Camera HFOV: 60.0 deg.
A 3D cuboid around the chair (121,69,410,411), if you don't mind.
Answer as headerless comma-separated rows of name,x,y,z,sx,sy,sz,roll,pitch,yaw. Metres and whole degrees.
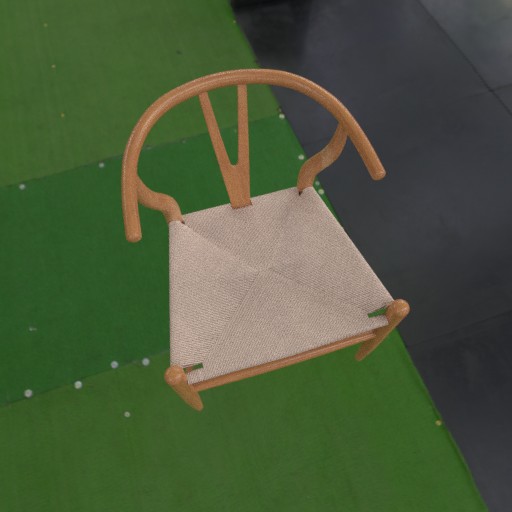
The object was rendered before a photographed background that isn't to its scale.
chair,0.000,0.000,1.180,0.569,0.730,0.579,-15,64,-7
